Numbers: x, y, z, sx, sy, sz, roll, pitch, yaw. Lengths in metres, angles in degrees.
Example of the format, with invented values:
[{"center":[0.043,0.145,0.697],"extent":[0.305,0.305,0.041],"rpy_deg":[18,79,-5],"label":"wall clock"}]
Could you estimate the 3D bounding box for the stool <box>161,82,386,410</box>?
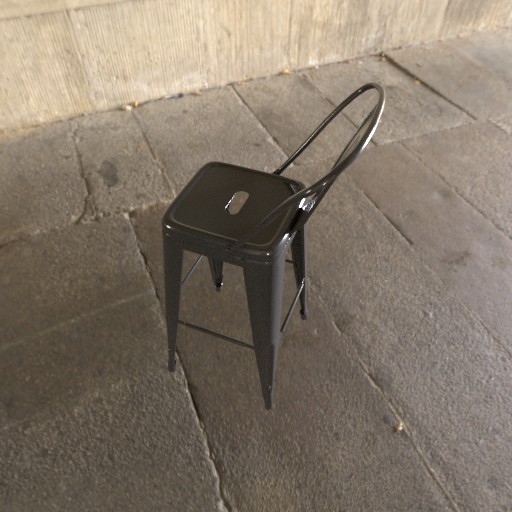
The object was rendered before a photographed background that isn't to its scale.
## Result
[{"center":[0.000,0.000,1.312],"extent":[0.528,1.022,0.432],"rpy_deg":[16,49,15],"label":"stool"}]
